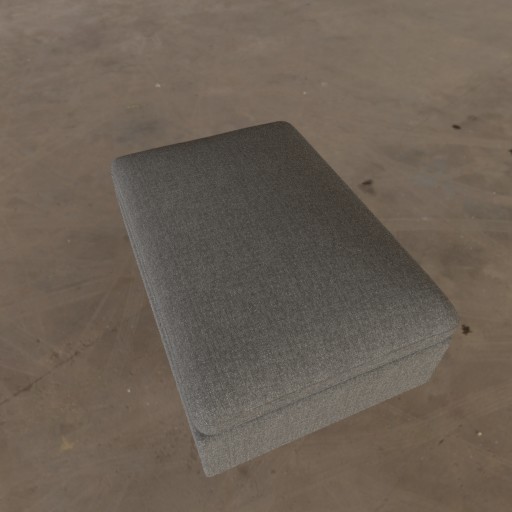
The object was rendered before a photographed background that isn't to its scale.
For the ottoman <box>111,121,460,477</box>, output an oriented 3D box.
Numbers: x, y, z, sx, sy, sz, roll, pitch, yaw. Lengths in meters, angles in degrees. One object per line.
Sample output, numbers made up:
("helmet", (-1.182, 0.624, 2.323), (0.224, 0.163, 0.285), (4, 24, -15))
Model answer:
("ottoman", (0.000, 0.000, 1.427), (0.711, 0.483, 1.041), (-17, 49, -15))
